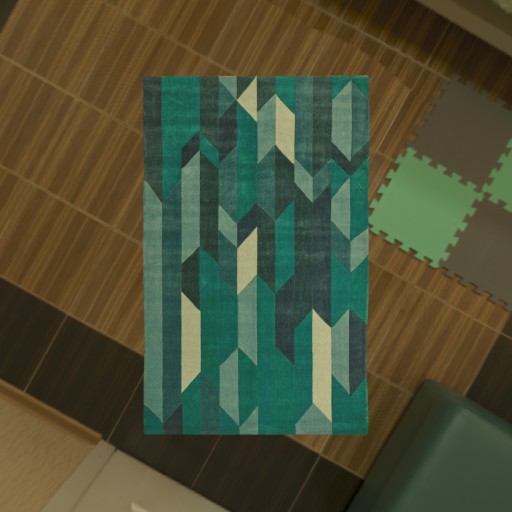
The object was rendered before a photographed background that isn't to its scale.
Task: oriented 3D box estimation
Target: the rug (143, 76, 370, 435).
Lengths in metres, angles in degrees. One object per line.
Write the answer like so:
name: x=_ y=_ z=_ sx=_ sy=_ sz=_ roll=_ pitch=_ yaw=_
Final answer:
rug: x=0.000 y=0.000 z=2.995 sx=1.528 sy=0.005 sz=2.420 roll=0 pitch=91 yaw=0
